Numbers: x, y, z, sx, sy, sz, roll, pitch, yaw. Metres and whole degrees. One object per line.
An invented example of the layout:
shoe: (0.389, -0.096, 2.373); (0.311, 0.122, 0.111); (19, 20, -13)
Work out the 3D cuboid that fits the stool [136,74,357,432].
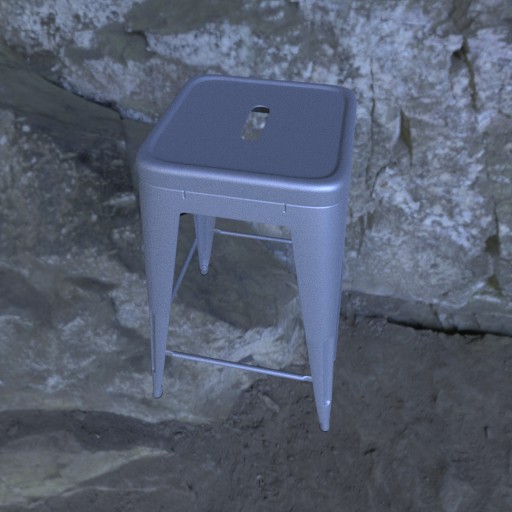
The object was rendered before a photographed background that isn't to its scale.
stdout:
stool: (0.000, 0.000, 0.908); (0.406, 0.610, 0.406); (8, 46, 8)
